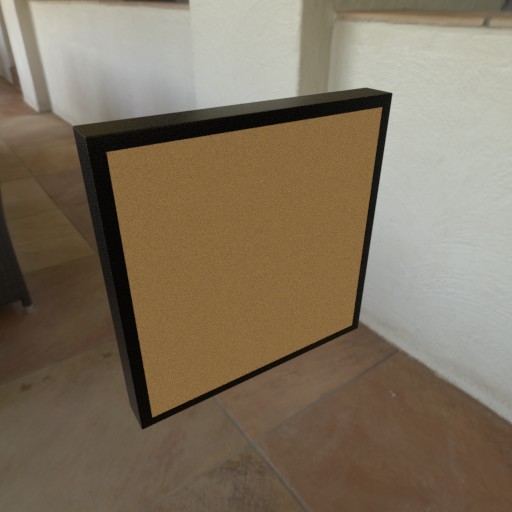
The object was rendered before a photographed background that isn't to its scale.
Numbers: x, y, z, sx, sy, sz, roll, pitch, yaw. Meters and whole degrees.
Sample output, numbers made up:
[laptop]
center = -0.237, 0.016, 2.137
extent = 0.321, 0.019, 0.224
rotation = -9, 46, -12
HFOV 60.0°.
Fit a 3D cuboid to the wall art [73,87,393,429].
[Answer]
[wall art]
center = 0.000, 0.000, 0.460
extent = 0.299, 0.299, 0.037
rotation = -18, 35, -28
